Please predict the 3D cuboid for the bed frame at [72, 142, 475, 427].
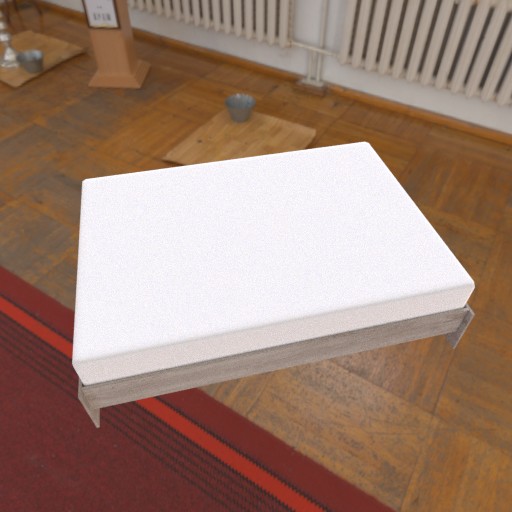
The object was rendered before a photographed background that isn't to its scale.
[{"bbox_3d":[0.000,0.000,2.634,1.945,0.497,1.445,-10,47,-9],"label":"bed frame"}]
